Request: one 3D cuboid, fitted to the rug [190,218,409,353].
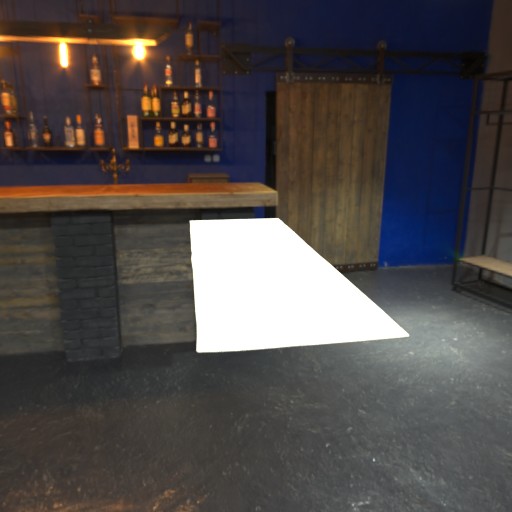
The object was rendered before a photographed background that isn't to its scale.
[{"bbox_3d":[0.000,0.000,2.741,0.793,0.014,2.450,-2,15,-8],"label":"rug"}]
